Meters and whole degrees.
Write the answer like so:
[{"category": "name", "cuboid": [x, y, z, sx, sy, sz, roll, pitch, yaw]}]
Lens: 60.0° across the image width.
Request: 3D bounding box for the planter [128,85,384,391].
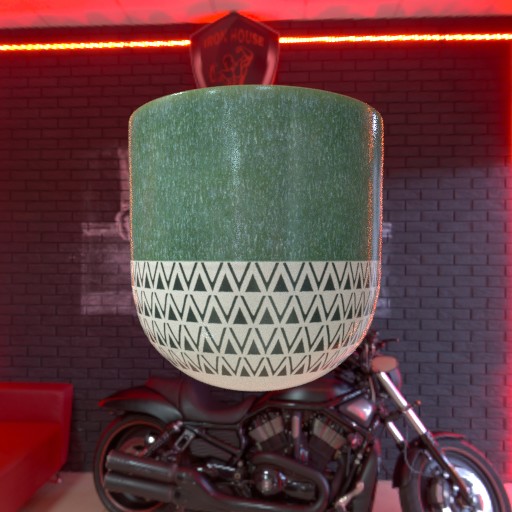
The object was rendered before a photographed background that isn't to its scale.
[{"category": "planter", "cuboid": [0.000, 0.000, 0.481, 0.266, 0.270, 0.266, 0, 0, 0]}]
